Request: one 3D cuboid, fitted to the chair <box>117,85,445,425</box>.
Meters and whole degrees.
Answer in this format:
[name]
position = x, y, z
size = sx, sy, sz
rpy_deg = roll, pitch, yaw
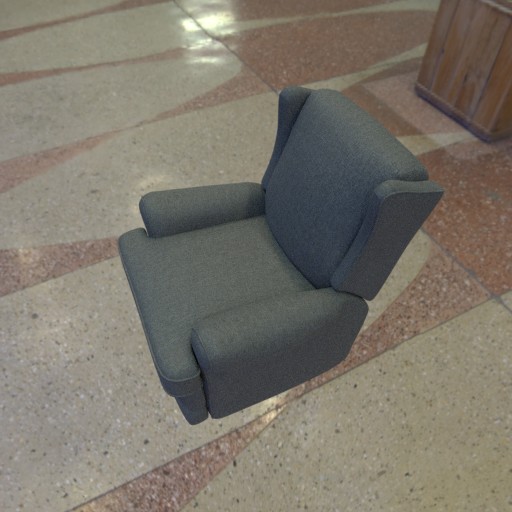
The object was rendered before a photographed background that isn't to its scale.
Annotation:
[chair]
position = 0.000, 0.000, 1.719
size = 0.969, 1.011, 0.847
rpy_deg = -18, 50, -16
